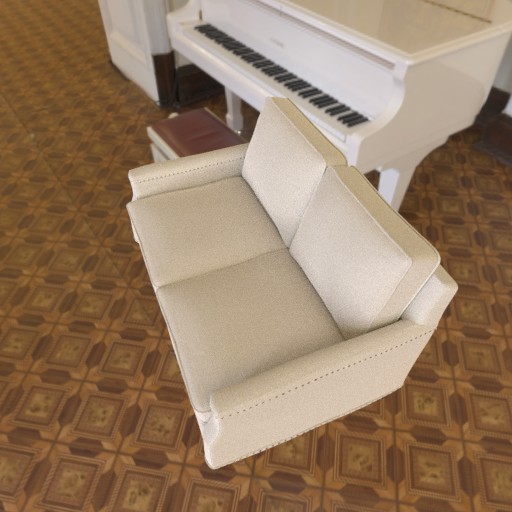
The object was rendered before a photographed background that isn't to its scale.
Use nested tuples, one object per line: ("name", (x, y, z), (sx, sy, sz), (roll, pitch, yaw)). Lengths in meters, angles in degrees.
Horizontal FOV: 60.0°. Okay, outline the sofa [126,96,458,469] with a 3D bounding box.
("sofa", (0.000, 0.000, 2.276), (1.084, 1.003, 1.597), (-17, 49, -15))
